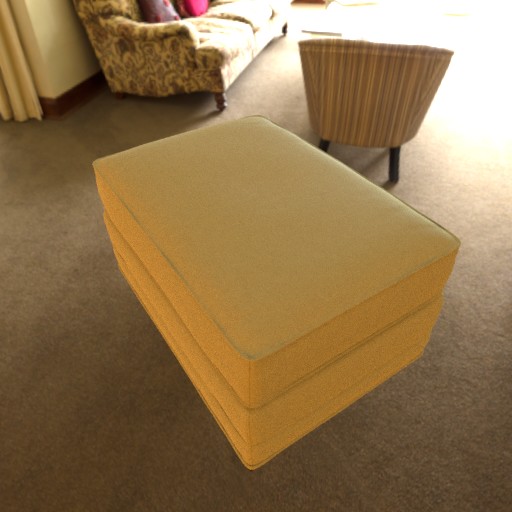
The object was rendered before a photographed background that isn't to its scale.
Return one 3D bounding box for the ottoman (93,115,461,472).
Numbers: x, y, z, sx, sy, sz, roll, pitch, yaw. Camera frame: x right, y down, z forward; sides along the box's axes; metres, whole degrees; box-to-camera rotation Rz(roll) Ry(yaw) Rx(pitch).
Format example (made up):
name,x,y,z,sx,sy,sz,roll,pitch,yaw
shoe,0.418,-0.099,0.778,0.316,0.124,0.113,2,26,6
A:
name,x,y,z,sx,sy,sz,roll,pitch,yaw
ottoman,0.000,0.000,1.239,0.611,0.482,0.848,-24,47,-25
